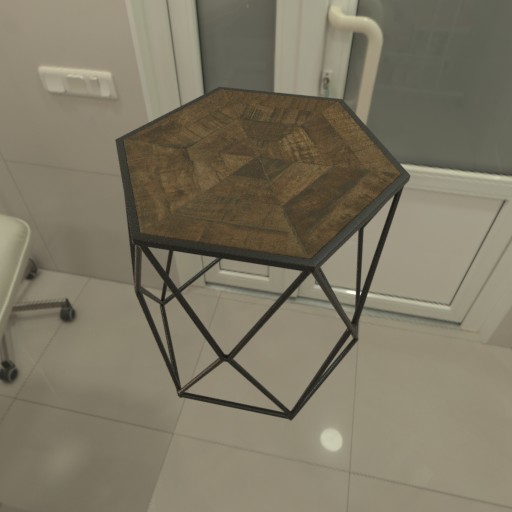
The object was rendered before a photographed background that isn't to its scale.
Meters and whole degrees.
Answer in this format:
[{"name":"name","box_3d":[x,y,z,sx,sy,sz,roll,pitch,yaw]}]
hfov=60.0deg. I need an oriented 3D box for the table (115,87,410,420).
[{"name":"table","box_3d":[0.000,0.000,1.057,0.578,0.564,0.579,9,47,8]}]
